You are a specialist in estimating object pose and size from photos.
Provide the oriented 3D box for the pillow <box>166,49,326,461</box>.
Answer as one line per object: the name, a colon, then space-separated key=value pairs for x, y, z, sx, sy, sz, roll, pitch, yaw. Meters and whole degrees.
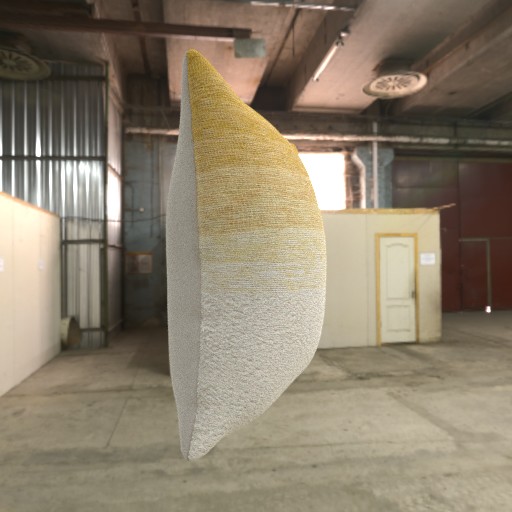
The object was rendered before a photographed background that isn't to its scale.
pillow: x=0.000 y=0.000 z=0.689 sx=0.211 sy=0.450 sz=0.450 roll=0 pitch=0 yaw=19
